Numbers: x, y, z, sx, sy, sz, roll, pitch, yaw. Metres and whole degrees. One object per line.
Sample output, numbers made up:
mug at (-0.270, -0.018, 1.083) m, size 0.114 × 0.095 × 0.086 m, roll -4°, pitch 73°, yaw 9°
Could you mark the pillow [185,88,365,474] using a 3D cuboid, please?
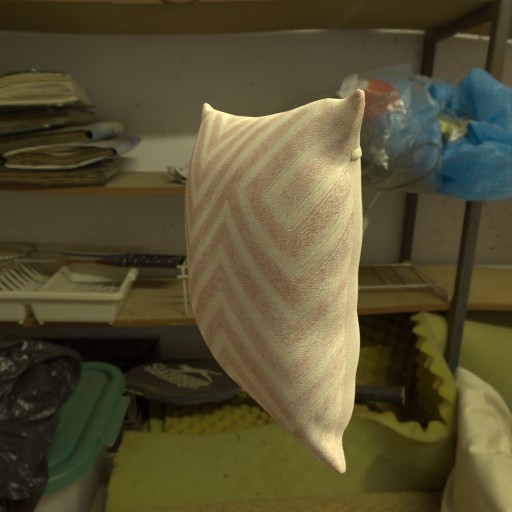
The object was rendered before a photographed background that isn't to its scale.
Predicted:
pillow at (0.000, 0.000, 0.647) m, size 0.182 × 0.441 × 0.440 m, roll -8°, pitch 18°, yaw -25°
